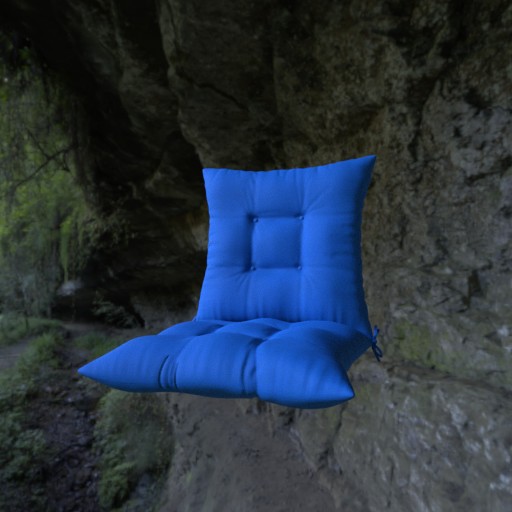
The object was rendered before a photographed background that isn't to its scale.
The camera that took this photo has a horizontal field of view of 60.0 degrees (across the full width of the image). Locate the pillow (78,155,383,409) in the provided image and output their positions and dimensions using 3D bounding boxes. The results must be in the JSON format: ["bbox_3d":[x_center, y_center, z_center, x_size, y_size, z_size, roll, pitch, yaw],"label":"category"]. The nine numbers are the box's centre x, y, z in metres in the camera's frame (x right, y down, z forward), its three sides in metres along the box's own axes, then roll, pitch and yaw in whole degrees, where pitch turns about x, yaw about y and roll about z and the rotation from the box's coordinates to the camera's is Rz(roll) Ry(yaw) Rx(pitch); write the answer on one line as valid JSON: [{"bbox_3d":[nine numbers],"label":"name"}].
[{"bbox_3d":[0.000,0.000,1.010,0.541,0.536,0.585,0,-1,19],"label":"pillow"}]
